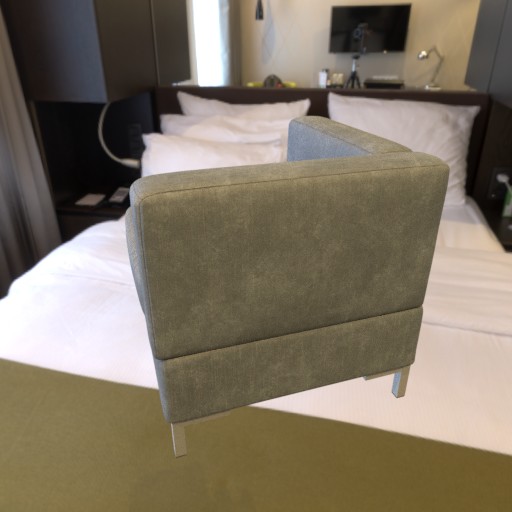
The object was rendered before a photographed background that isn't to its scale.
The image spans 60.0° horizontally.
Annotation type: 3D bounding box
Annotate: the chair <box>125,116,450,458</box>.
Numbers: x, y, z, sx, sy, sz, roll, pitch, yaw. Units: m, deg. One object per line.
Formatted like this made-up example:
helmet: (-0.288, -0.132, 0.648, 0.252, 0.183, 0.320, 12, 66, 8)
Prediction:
chair: (0.000, 0.000, 1.247, 0.680, 0.660, 0.680, -8, 28, -17)
